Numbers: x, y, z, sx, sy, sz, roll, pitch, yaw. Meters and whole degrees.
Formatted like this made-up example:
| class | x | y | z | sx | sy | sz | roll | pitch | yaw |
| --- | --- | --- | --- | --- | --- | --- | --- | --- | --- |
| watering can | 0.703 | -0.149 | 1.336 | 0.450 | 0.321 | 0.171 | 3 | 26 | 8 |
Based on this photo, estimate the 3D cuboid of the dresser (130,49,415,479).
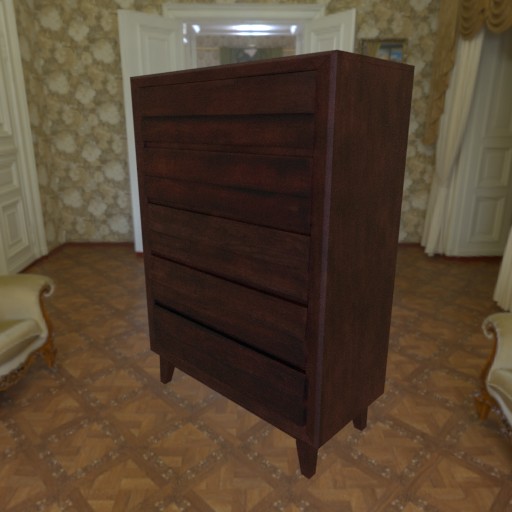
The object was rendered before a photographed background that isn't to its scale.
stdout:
| class | x | y | z | sx | sy | sz | roll | pitch | yaw |
| --- | --- | --- | --- | --- | --- | --- | --- | --- | --- |
| dresser | 0.000 | 0.000 | 1.962 | 1.072 | 1.514 | 0.506 | 15 | 22 | 41 |
